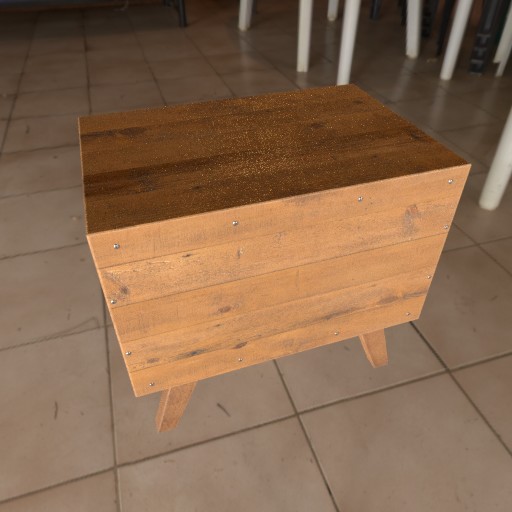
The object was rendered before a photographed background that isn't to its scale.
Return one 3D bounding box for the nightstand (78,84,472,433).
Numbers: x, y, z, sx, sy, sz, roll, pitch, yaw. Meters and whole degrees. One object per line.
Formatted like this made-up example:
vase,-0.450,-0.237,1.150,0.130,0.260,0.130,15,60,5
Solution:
nightstand,0.000,0.000,1.051,0.650,0.599,0.450,-12,41,-14
